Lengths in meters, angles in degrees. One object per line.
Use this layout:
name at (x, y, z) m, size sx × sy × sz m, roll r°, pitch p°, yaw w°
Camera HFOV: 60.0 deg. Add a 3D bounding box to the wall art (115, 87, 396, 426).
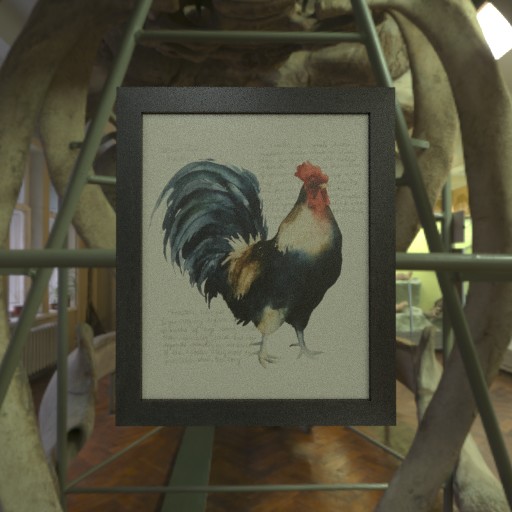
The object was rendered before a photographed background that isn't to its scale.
wall art at (0.000, 0.000, 0.772) m, size 0.479 × 0.580 × 0.027 m, roll 0°, pitch -1°, yaw 0°
